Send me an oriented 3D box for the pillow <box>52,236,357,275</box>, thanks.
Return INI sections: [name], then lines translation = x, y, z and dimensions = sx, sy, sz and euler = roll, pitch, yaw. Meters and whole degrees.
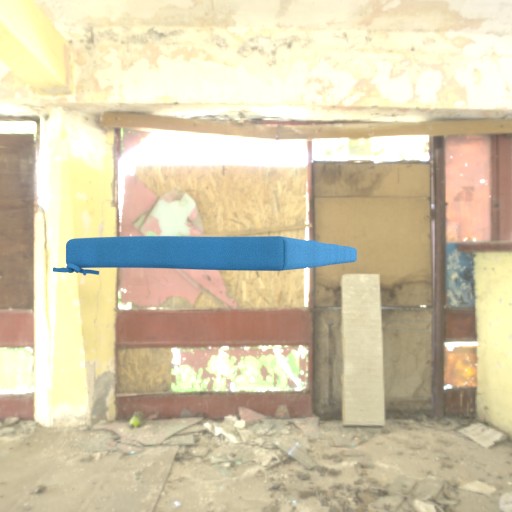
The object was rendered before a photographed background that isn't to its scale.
[pillow]
translation = 0.000, 0.000, 1.346
dimensions = 0.492, 0.081, 1.187
euler = 0, 0, 19
